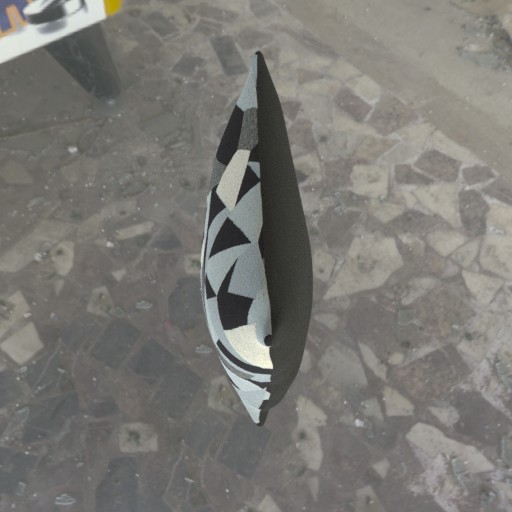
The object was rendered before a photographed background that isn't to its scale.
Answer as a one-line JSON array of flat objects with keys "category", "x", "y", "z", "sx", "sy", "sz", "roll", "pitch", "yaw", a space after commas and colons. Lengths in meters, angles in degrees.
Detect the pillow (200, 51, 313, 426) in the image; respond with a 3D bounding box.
[{"category": "pillow", "x": 0.000, "y": 0.000, "z": 0.801, "sx": 0.208, "sy": 0.496, "sz": 0.503, "roll": -1, "pitch": 59, "yaw": -1}]
